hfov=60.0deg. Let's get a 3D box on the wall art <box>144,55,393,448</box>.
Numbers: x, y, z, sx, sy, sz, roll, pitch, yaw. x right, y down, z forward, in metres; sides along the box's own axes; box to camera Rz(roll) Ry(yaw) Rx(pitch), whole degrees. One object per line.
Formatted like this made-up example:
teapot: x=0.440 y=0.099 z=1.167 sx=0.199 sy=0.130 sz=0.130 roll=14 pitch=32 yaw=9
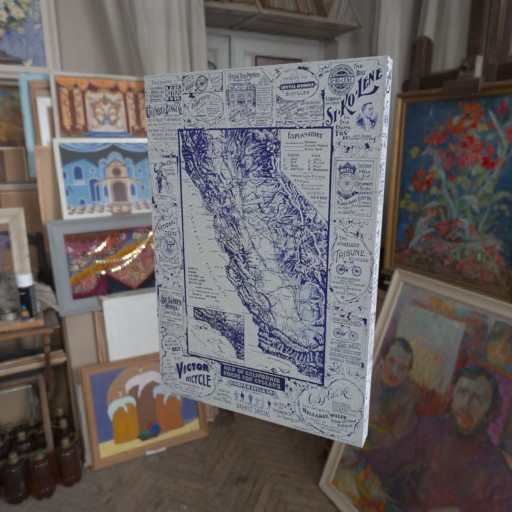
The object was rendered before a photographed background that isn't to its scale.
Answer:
wall art: x=0.000 y=0.000 z=0.477 sx=0.255 sy=0.376 sz=0.025 roll=7 pitch=15 yaw=25
